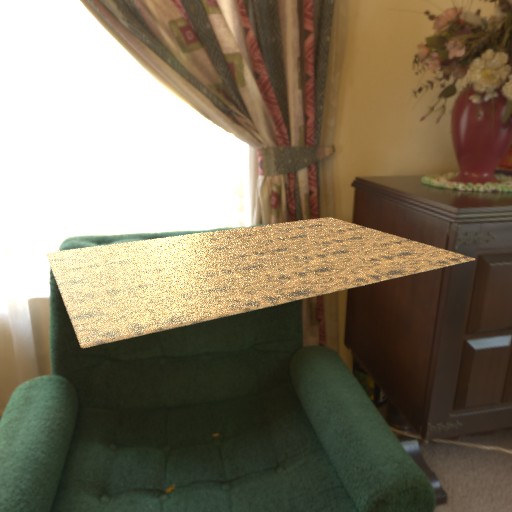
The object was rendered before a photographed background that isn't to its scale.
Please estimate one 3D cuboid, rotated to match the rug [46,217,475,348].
[{"bbox_3d":[0.000,0.000,2.002,1.652,0.006,1.035,-9,19,-28],"label":"rug"}]
